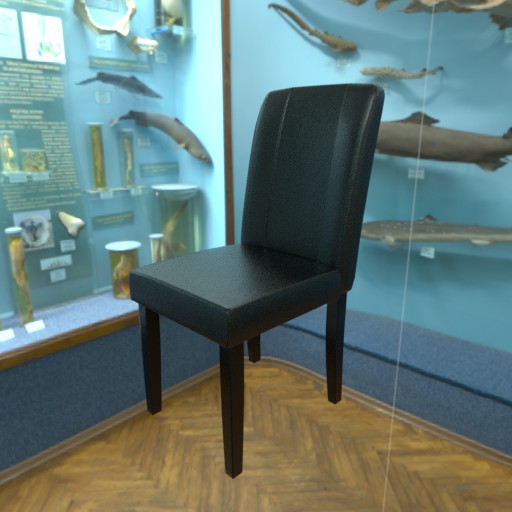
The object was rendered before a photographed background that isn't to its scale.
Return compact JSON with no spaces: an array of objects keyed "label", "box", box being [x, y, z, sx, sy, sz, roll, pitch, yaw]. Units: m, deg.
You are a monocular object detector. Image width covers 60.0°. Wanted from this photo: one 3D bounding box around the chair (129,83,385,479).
[{"label":"chair","box":[0.000,0.000,1.199,0.399,0.897,0.556,15,22,43]}]
